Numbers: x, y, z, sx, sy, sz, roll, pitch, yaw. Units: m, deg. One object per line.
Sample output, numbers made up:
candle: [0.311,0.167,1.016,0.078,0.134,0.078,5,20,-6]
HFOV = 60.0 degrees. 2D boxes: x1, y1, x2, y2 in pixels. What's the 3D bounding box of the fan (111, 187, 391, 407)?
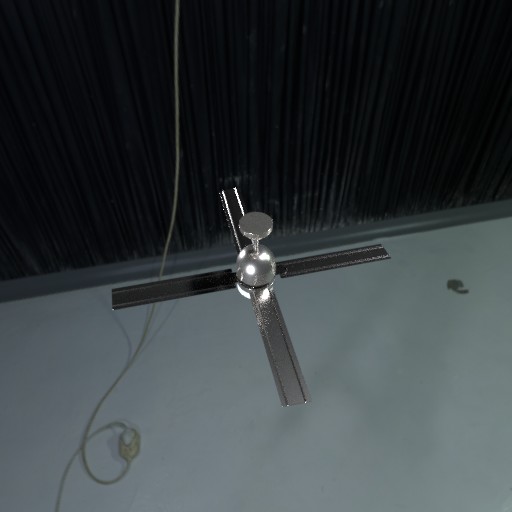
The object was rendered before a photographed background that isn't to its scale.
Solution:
fan: [0.000,0.000,2.030,1.346,0.406,1.346,-11,47,-10]
